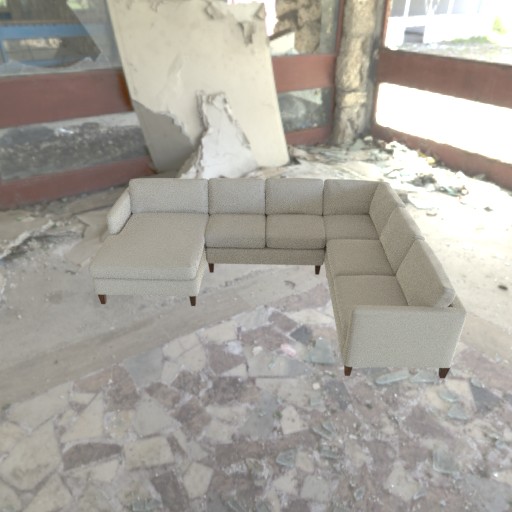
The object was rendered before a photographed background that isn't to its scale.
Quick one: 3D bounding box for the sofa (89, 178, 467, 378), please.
[{"bbox_3d":[0.000,0.000,4.737,3.459,0.956,2.593,1,31,2],"label":"sofa"}]
